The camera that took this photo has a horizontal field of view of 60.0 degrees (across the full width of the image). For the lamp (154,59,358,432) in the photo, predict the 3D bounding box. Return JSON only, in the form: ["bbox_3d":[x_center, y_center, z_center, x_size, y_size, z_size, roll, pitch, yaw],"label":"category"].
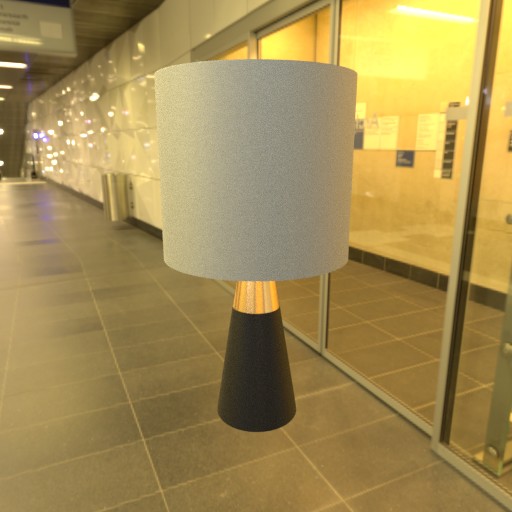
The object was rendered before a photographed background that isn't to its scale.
[{"bbox_3d":[0.000,0.000,0.755,0.308,0.580,0.308,-14,19,-43],"label":"lamp"}]
